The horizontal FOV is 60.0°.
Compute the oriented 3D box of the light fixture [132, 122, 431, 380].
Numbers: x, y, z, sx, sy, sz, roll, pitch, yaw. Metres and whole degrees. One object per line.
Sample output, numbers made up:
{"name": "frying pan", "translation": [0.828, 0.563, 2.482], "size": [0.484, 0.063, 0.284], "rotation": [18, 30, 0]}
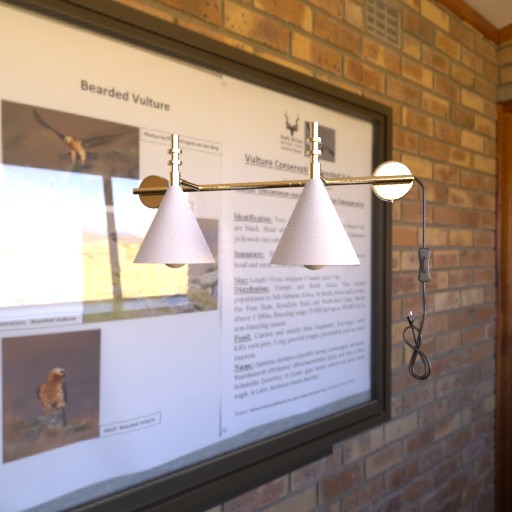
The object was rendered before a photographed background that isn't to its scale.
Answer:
{"name": "light fixture", "translation": [0.000, 0.000, 0.855], "size": [0.642, 0.468, 0.239], "rotation": [0, 0, 18]}
